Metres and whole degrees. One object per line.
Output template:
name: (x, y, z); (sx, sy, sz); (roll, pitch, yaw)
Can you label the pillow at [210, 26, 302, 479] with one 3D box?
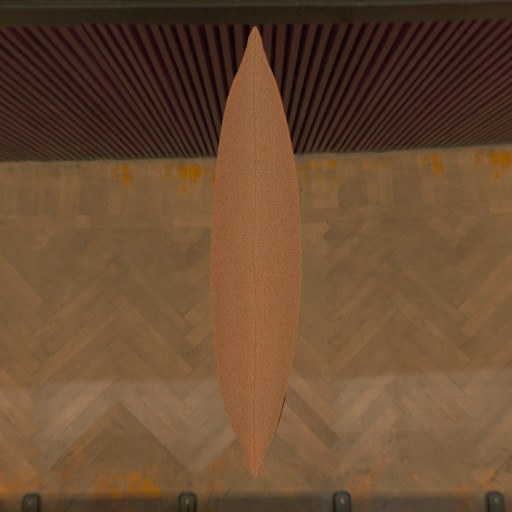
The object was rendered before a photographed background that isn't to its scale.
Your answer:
pillow: (0.000, 0.000, 0.735); (0.148, 0.308, 0.612); (0, 88, 0)
